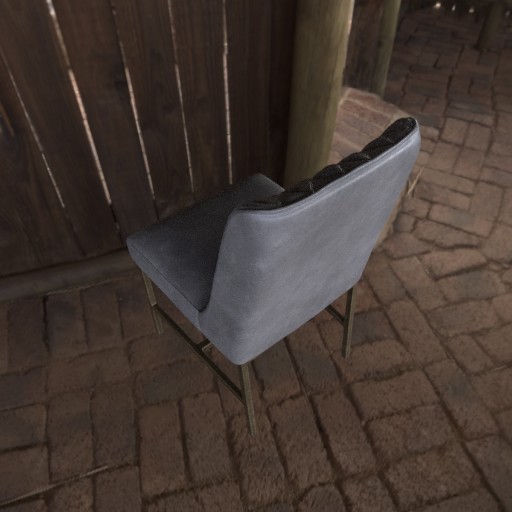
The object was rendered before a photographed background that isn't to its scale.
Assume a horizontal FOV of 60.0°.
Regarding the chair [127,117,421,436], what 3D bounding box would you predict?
[{"bbox_3d":[0.000,0.000,1.229,0.508,0.889,0.587,-31,53,-26],"label":"chair"}]
